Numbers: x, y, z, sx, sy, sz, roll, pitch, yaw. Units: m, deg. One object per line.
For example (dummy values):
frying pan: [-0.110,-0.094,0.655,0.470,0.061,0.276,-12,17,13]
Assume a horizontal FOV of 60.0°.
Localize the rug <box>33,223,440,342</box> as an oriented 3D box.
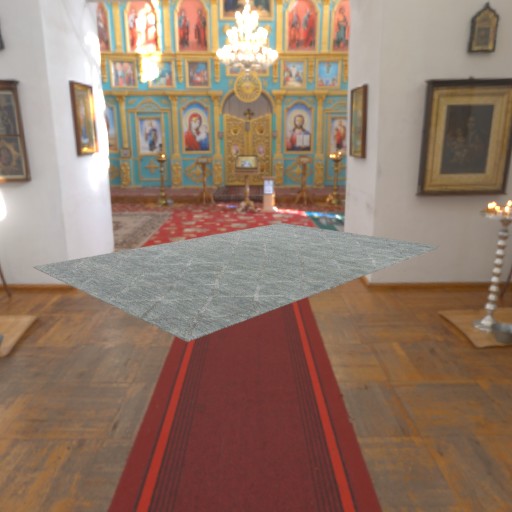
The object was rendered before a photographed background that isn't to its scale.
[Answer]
rug: [0.000,0.000,2.944,1.521,0.006,2.283,13,19,43]
